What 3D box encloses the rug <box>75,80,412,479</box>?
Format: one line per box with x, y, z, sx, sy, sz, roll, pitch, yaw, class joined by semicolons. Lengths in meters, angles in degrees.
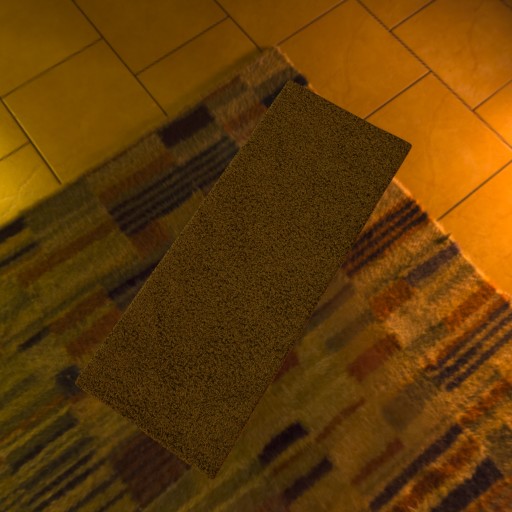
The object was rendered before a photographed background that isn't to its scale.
0.000;0.000;1.746;0.609;0.030;1.524;31;77;8;rug
